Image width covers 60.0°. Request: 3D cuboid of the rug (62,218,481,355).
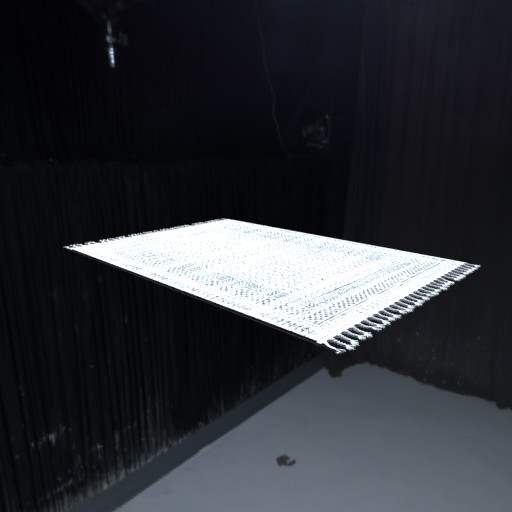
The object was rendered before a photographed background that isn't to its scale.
[{"bbox_3d":[0.000,0.000,2.323,1.872,0.013,1.243,14,21,42],"label":"rug"}]
